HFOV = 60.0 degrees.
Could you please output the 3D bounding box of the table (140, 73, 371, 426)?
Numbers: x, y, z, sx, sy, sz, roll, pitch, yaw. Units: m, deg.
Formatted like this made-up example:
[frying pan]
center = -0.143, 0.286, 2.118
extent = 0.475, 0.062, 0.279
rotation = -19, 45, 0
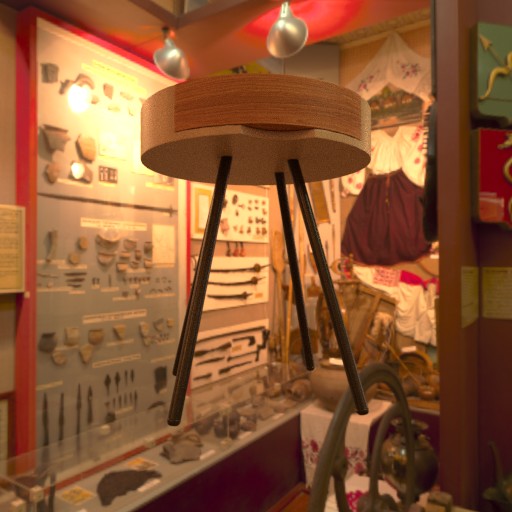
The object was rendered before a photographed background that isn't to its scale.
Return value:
[table]
center = 0.000, 0.000, 0.856
extent = 0.450, 0.525, 0.450
rotation = 0, -1, 0
